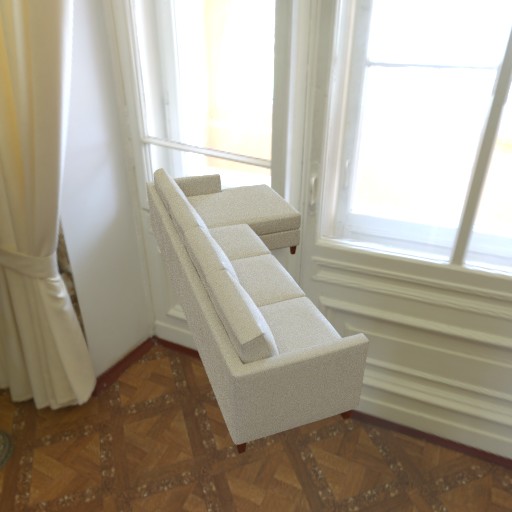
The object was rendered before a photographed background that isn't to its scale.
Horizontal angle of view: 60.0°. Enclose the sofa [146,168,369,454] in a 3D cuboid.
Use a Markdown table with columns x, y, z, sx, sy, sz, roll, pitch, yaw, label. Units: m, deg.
| x | y | z | sx | sy | sz | roll | pitch | yaw | label |
| --- | --- | --- | --- | --- | --- | --- | --- | --- | --- |
| 0.000 | 0.000 | 4.339 | 1.599 | 0.954 | 3.471 | -10 | 31 | -18 | sofa |
